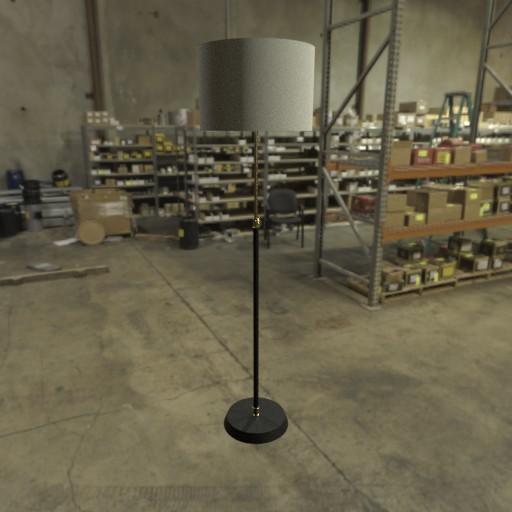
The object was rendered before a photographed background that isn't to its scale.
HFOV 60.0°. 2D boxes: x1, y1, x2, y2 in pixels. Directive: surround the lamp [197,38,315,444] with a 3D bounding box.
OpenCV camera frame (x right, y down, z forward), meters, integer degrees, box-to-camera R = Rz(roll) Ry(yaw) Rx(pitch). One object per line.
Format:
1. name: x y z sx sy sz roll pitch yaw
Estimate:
1. lamp: 0.000 0.000 1.735 0.404 1.517 0.404 -8 18 -26
